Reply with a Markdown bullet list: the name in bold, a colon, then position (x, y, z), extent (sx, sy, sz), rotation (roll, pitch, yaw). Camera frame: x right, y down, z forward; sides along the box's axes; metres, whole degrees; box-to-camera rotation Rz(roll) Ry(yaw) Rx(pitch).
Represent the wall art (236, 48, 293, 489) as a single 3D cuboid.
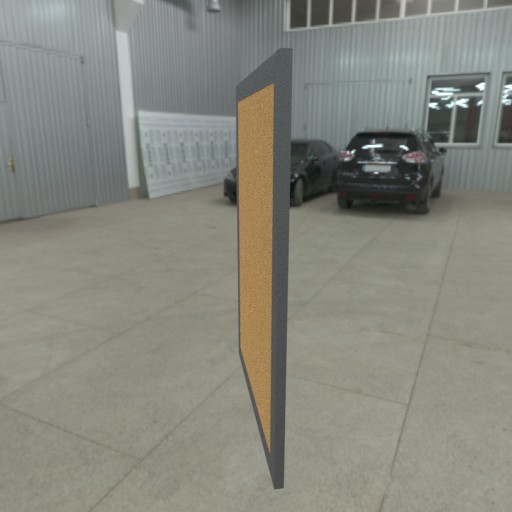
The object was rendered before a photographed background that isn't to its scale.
- **wall art**: position (0.000, 0.000, 0.693), extent (0.013, 0.534, 0.380), rotation (-2, 16, -9)
